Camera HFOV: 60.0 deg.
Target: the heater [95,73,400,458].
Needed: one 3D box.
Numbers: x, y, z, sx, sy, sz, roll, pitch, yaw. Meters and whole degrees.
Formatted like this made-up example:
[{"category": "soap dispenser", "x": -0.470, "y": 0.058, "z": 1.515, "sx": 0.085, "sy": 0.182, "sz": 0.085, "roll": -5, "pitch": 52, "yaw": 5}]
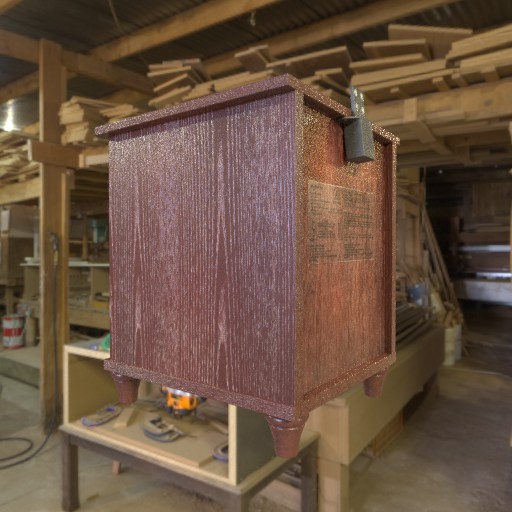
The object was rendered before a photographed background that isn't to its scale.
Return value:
[{"category": "heater", "x": 0.000, "y": 0.000, "z": 0.742, "sx": 0.400, "sy": 0.481, "sz": 0.362, "roll": 1, "pitch": 1, "yaw": 37}]
